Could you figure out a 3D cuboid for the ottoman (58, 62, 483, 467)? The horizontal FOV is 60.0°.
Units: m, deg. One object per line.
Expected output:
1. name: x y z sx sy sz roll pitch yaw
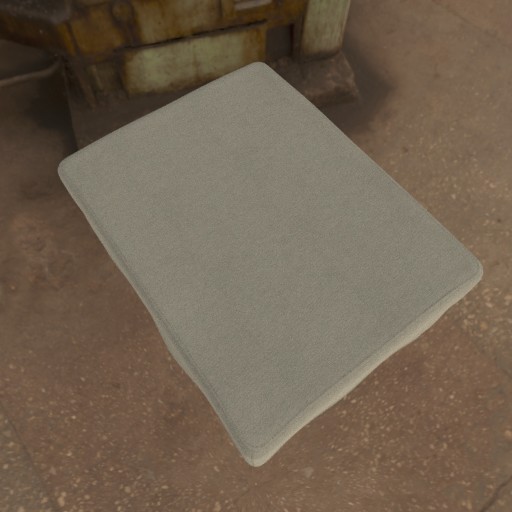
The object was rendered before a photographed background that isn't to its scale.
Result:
1. ottoman: 0.000 0.000 1.198 0.648 0.461 0.833 -33 68 -16
